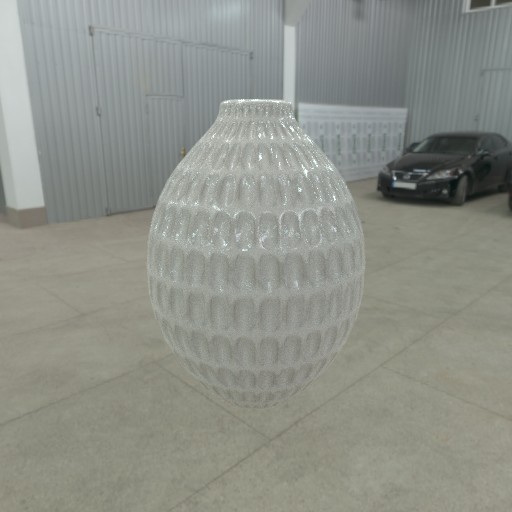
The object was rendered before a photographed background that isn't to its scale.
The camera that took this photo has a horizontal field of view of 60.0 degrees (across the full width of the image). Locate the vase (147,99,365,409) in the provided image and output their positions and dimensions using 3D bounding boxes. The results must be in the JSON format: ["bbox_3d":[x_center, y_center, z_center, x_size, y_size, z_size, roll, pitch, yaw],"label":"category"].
[{"bbox_3d":[0.000,0.000,0.337,0.162,0.223,0.162,0,16,0],"label":"vase"}]
